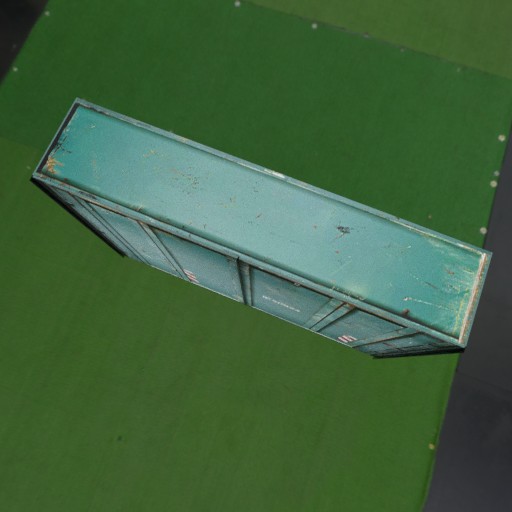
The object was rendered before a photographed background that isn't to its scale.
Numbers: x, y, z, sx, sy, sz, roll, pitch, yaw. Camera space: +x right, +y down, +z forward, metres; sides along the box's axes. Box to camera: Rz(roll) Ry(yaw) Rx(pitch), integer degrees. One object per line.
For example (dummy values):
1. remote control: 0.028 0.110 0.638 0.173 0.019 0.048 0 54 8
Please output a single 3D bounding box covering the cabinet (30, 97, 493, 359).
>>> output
1. cabinet: 0.000 0.000 3.951 3.001 2.160 0.680 21 77 5
